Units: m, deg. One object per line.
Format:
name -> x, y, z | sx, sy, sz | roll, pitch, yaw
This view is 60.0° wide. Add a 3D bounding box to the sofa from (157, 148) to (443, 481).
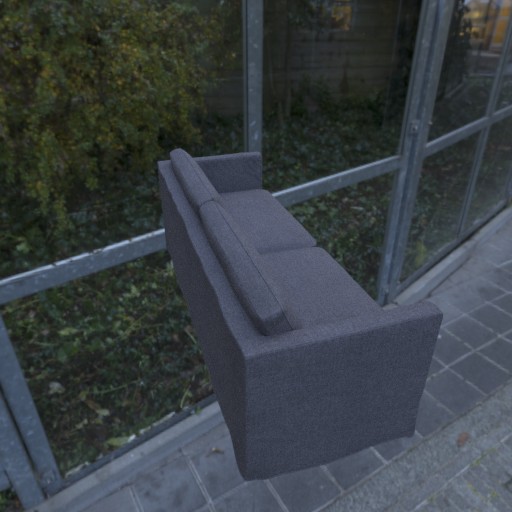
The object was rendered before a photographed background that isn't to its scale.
sofa -> 0.000, 0.000, 3.245 | 1.036, 0.998, 2.779 | -9, 31, -16
